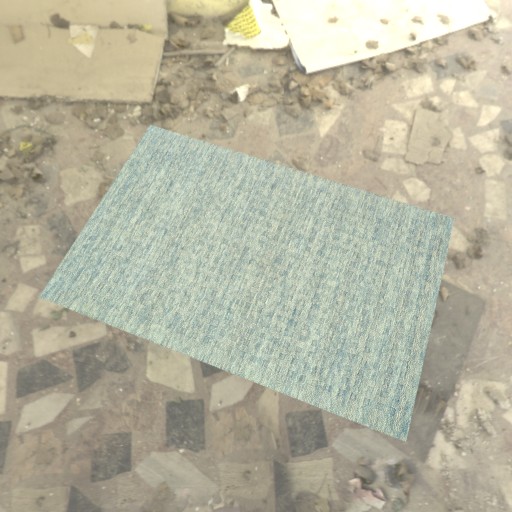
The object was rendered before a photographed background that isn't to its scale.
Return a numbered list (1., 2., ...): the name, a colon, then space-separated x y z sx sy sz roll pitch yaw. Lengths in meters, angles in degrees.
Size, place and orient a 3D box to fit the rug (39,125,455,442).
1. rug: 0.000 0.000 2.188 1.752 0.006 1.142 19 65 9
